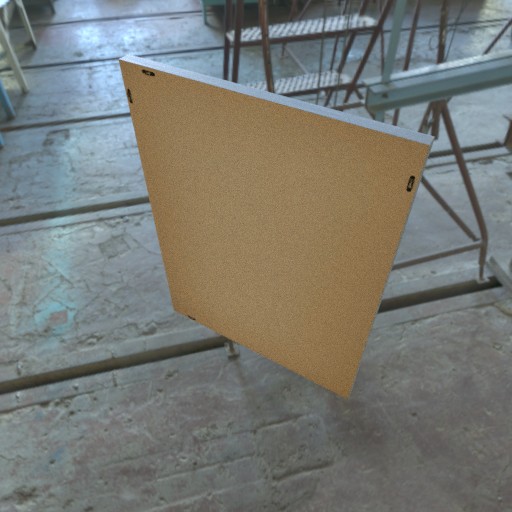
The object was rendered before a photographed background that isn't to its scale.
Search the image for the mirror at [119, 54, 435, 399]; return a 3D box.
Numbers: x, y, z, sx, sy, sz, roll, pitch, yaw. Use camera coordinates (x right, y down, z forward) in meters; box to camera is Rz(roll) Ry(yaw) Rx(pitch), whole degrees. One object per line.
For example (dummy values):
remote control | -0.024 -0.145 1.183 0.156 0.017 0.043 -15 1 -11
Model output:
mirror | 0.000 0.000 1.326 0.762 1.016 0.040 23 50 21
